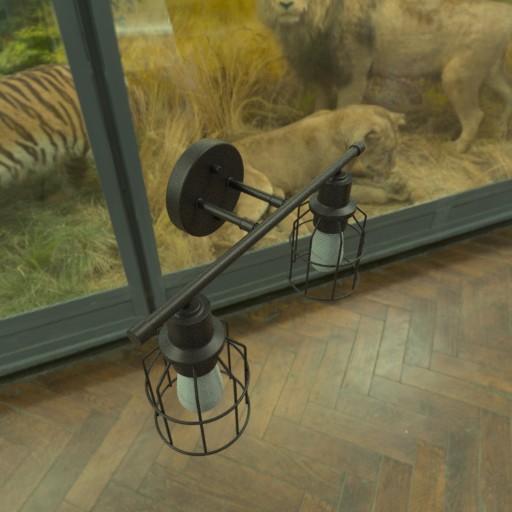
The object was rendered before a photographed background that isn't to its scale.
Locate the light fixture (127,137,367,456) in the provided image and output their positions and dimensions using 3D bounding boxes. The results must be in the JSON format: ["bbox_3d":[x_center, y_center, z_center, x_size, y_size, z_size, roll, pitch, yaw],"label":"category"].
[{"bbox_3d":[0.000,0.000,0.539,0.165,0.254,0.406,26,47,26],"label":"light fixture"}]
